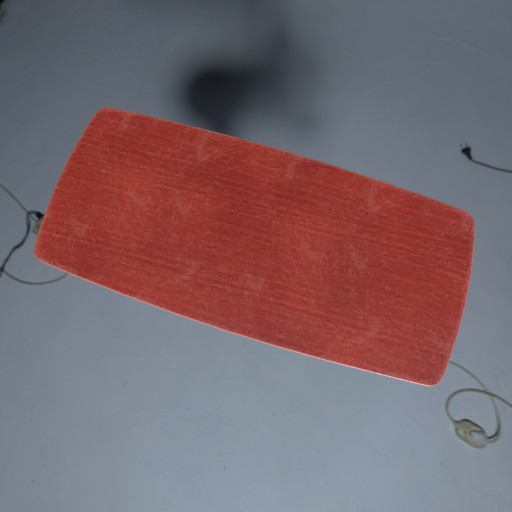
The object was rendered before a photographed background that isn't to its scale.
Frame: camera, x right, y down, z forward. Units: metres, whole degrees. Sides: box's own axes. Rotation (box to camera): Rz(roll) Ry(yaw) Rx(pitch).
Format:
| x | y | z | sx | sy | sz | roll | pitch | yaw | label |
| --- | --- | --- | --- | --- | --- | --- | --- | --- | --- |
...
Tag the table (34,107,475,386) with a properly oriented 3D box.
| x | y | z | sx | sy | sz | roll | pitch | yaw | label |
| --- | --- | --- | --- | --- | --- | --- | --- | --- | --- |
| 0.000 | 0.000 | 1.493 | 1.216 | 0.473 | 0.561 | 17 | 77 | 4 | table |
